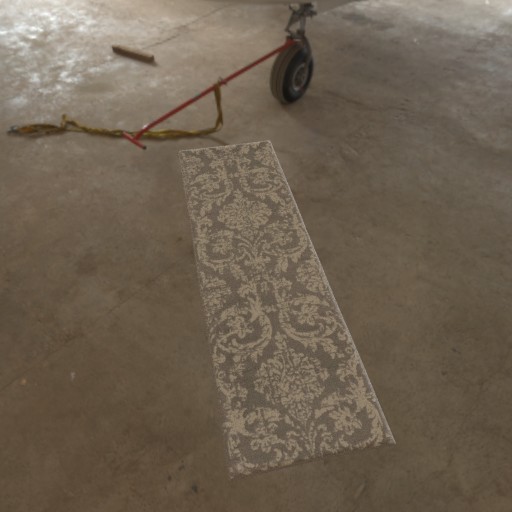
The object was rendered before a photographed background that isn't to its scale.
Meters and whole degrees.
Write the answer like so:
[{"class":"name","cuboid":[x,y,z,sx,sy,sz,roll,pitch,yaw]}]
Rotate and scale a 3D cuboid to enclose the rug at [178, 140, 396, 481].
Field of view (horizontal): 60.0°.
[{"class":"rug","cuboid":[0.000,0.000,2.418,0.662,0.011,2.196,-9,47,-8]}]
